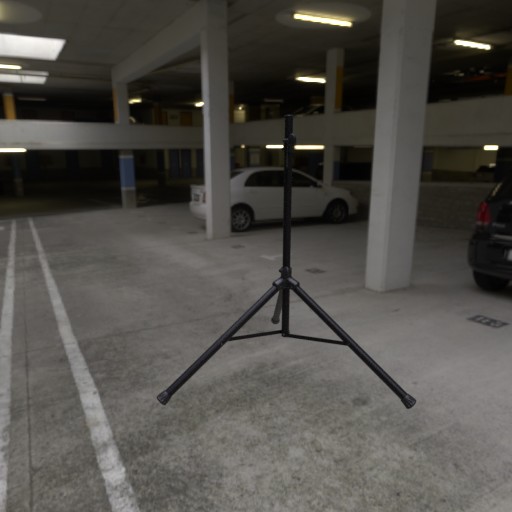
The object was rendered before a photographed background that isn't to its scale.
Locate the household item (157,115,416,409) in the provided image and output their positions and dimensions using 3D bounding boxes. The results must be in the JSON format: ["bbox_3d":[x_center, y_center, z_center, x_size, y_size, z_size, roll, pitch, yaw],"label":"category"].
[{"bbox_3d":[0.000,0.000,1.859,0.907,1.136,1.045,-8,16,-27],"label":"household item"}]
